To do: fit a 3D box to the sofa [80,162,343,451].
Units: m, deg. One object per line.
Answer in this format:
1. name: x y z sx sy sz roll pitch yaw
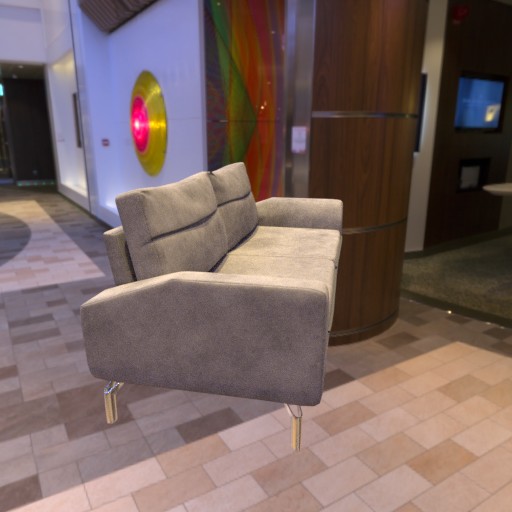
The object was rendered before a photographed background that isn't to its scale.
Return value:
1. sofa: 0.000 0.000 2.295 0.849 0.859 1.837 3 16 12
